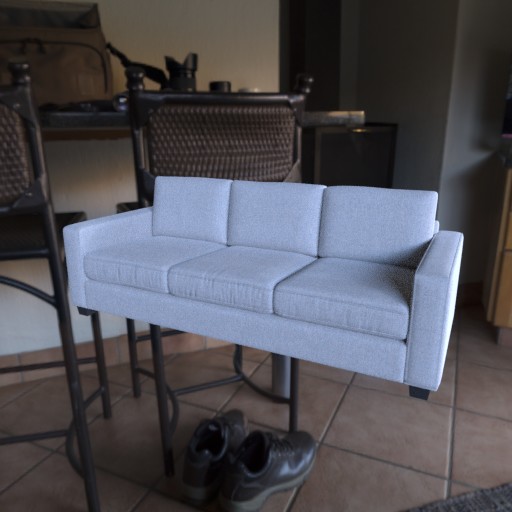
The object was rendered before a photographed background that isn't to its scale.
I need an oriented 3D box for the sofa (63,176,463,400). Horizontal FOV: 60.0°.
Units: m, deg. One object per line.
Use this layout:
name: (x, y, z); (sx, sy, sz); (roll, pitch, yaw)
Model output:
sofa: (0.000, 0.000, 2.557); (2.120, 0.800, 0.900); (8, 17, 26)
